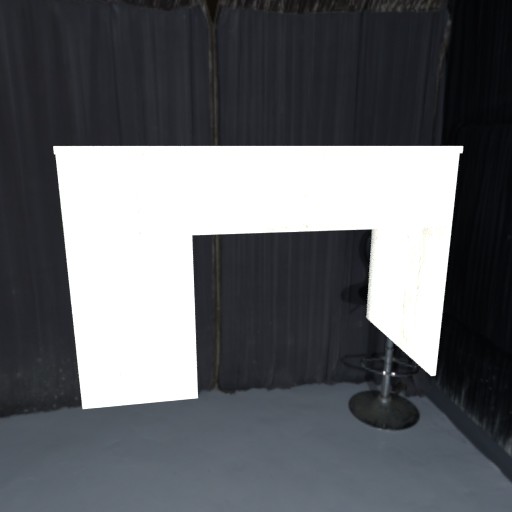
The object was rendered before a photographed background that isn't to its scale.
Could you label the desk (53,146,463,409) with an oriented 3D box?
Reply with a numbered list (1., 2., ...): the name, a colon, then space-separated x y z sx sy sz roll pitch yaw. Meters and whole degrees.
1. desk: 0.000 0.000 1.519 1.096 0.730 0.560 -2 14 -10
